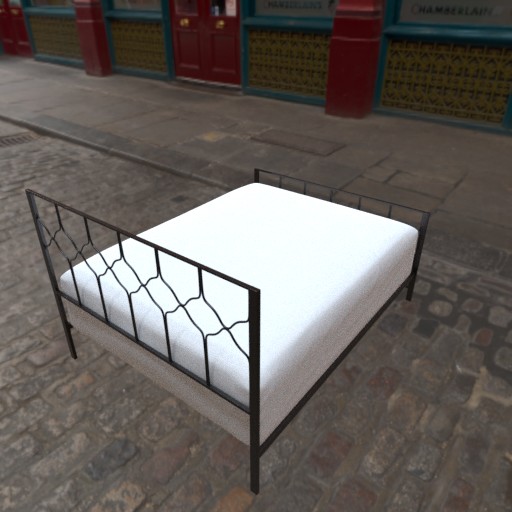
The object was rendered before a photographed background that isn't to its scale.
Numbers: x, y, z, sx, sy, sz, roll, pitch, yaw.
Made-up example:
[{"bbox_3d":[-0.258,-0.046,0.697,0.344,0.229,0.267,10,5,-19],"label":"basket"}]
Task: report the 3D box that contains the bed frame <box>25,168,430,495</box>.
[{"bbox_3d":[0.000,0.000,3.010,1.597,1.222,2.063,21,36,32],"label":"bed frame"}]
